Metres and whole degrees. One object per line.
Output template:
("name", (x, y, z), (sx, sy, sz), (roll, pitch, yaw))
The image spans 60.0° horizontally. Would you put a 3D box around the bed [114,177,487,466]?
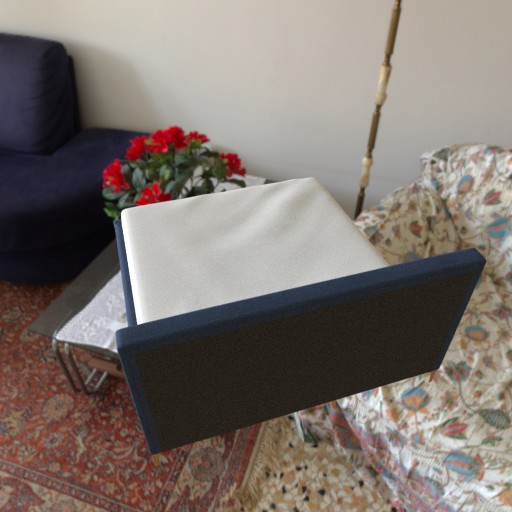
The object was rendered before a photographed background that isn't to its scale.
("bed", (0.000, 0.000, 3.479), (2.096, 1.231, 2.232), (-12, 41, -14))
